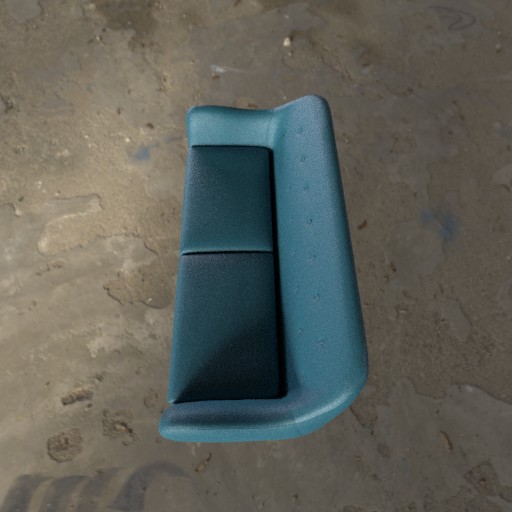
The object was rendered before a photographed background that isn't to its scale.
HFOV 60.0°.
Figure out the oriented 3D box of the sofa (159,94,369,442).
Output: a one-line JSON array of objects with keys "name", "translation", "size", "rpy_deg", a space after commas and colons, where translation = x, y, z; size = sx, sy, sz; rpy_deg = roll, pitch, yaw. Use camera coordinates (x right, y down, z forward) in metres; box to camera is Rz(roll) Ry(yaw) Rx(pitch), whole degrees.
[{"name": "sofa", "translation": [0.000, 0.000, 2.322], "size": [0.820, 0.836, 1.840], "rpy_deg": [-1, 59, -1]}]
